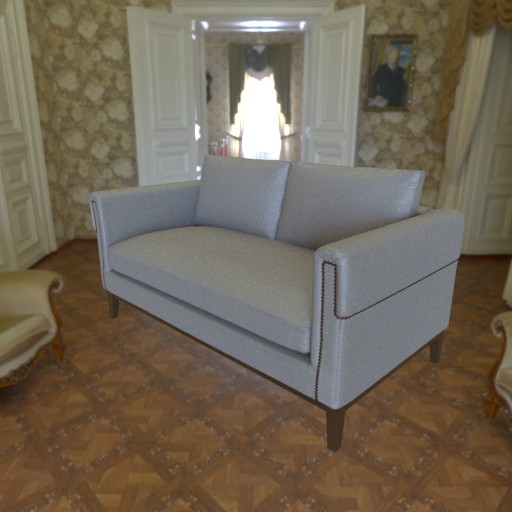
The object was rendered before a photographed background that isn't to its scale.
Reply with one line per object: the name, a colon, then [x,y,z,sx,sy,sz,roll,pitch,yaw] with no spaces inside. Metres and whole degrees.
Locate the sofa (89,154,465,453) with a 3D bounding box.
sofa: [0.000,0.000,2.132,1.598,0.873,0.899,16,23,42]
